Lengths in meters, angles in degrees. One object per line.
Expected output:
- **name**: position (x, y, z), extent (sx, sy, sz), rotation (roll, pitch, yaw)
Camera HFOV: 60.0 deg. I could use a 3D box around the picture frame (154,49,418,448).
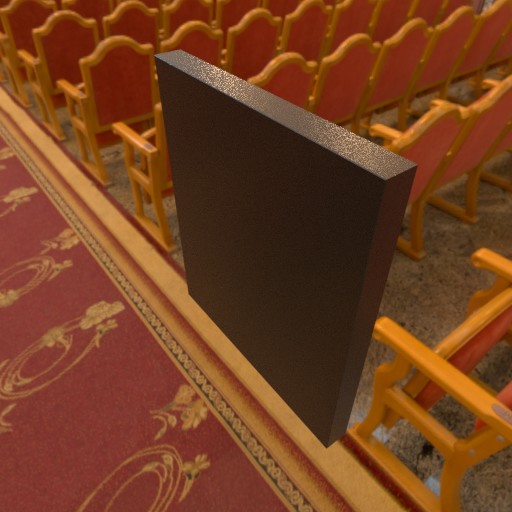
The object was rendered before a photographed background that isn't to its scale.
- **picture frame**: position (0.000, 0.000, 0.522), extent (0.034, 0.378, 0.328), rotation (-26, 47, -27)
